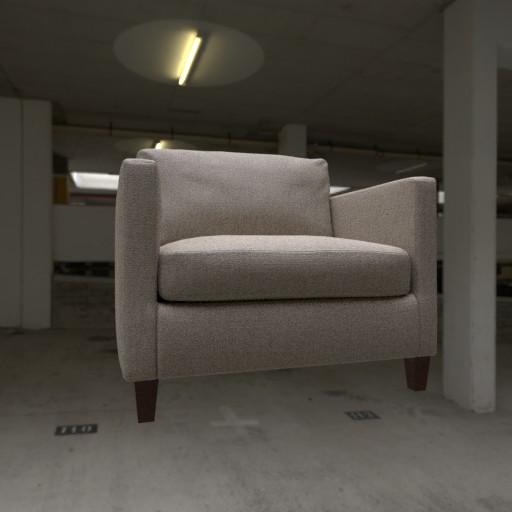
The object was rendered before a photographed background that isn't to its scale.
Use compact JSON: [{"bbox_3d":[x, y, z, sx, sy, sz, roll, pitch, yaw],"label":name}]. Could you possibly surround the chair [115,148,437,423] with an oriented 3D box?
[{"bbox_3d":[0.000,0.000,1.831,1.107,0.961,0.959,0,0,-18],"label":"chair"}]
